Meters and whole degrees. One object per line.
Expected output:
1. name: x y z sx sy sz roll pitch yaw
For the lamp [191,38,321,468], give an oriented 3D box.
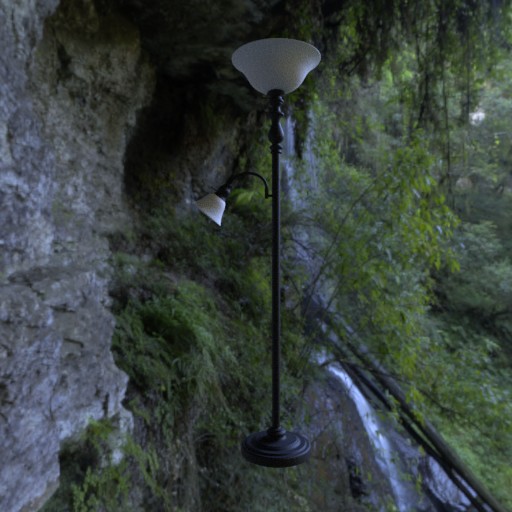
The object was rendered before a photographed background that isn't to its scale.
1. lamp: 0.000 0.000 2.021 0.588 1.793 0.405 0 0 0
